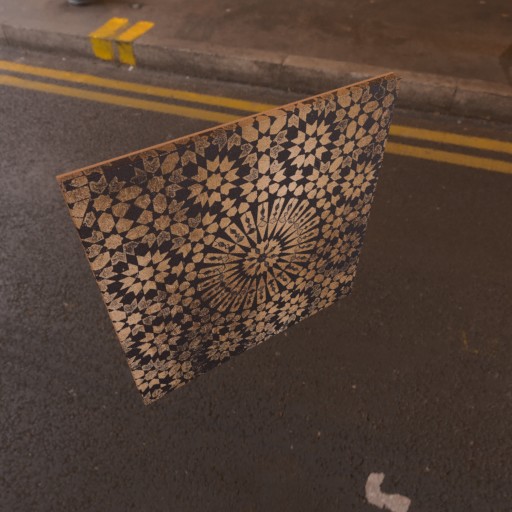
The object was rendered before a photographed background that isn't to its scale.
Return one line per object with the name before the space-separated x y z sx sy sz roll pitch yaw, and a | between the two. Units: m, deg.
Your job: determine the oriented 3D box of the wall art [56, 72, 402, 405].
wall art | 0.000 0.000 1.357 0.914 0.914 0.038 -24 50 -22
